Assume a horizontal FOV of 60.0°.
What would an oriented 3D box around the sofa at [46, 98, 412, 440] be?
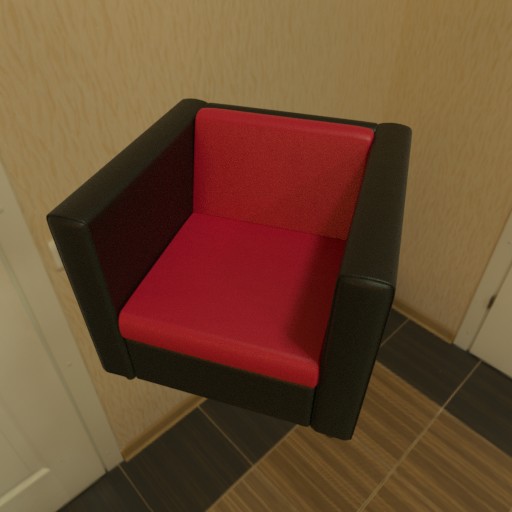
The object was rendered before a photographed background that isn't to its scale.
[{"bbox_3d":[0.000,0.000,1.483,0.839,0.724,0.809,11,42,13],"label":"sofa"}]
